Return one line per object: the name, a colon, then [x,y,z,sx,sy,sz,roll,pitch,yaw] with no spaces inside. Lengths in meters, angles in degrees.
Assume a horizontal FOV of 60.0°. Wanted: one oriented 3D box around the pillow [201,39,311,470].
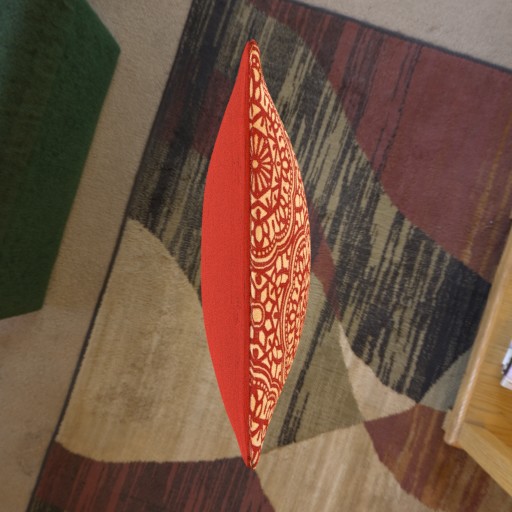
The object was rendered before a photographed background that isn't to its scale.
pillow: [0.000,0.000,0.654,0.162,0.419,0.438,0,90,2]
